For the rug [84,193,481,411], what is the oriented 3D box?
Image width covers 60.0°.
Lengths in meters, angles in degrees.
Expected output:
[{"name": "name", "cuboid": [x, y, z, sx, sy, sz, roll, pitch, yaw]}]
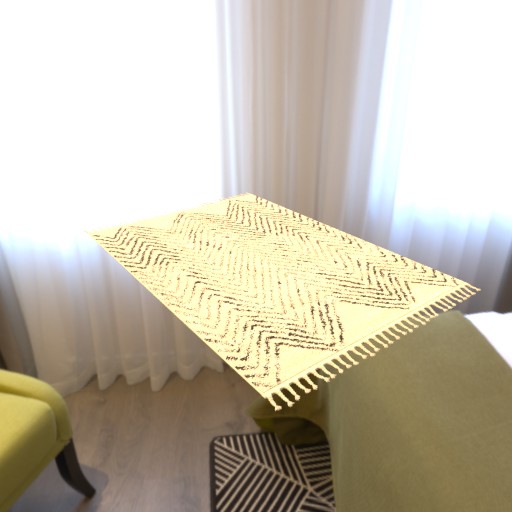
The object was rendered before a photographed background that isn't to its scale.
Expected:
[{"name": "rug", "cuboid": [0.000, 0.000, 2.357, 1.230, 0.014, 1.847, -18, 31, -33]}]
